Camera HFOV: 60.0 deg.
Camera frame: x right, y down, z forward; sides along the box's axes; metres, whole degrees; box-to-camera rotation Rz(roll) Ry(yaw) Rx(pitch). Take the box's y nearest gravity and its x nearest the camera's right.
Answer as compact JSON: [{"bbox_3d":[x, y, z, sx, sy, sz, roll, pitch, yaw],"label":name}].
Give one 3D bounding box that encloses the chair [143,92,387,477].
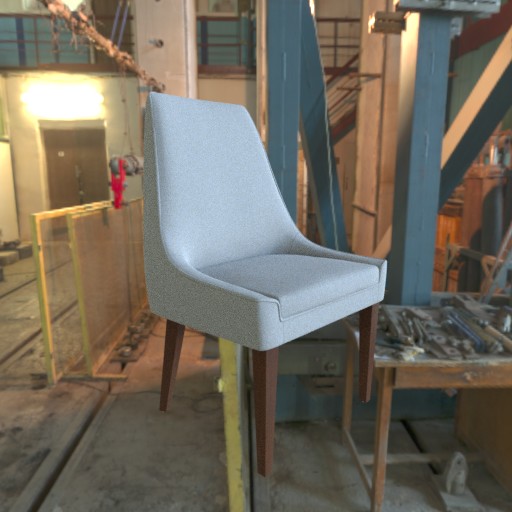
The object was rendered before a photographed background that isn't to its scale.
[{"bbox_3d":[0.000,0.000,1.204,0.544,0.861,0.529,10,15,42],"label":"chair"}]
